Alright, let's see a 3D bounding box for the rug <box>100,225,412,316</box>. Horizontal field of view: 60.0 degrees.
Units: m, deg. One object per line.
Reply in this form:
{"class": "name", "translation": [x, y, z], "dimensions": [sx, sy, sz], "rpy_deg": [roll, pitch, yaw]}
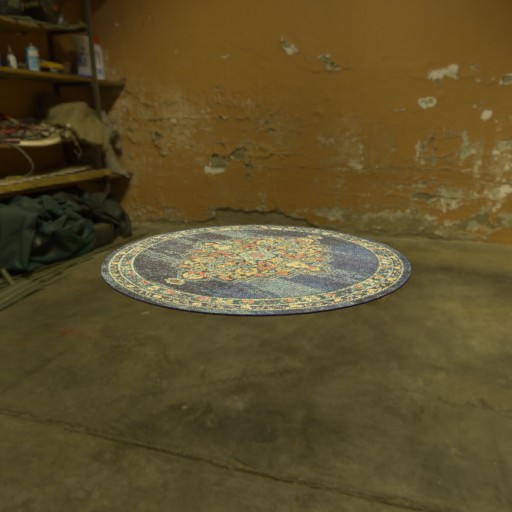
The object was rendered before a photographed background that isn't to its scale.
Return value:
{"class": "rug", "translation": [0.000, 0.000, 2.389], "dimensions": [1.591, 0.010, 1.591], "rpy_deg": [0, 16, 0]}
